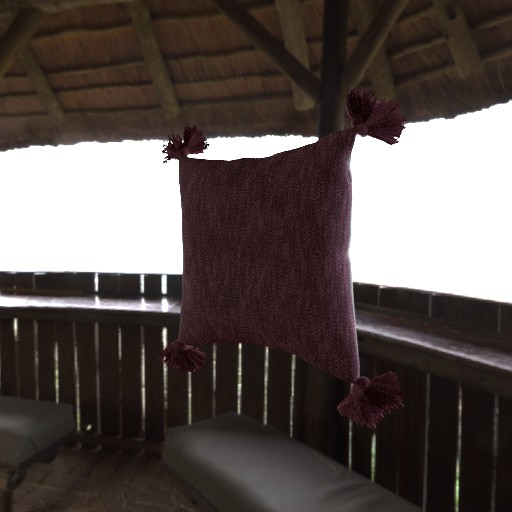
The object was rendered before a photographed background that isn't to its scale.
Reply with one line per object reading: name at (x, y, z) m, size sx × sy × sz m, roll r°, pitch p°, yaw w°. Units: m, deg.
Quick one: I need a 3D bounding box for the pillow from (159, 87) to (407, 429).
pillow at (0.000, 0.000, 0.974) m, size 0.641 × 0.659 × 0.138 m, roll 1°, pitch 2°, yaw 36°
